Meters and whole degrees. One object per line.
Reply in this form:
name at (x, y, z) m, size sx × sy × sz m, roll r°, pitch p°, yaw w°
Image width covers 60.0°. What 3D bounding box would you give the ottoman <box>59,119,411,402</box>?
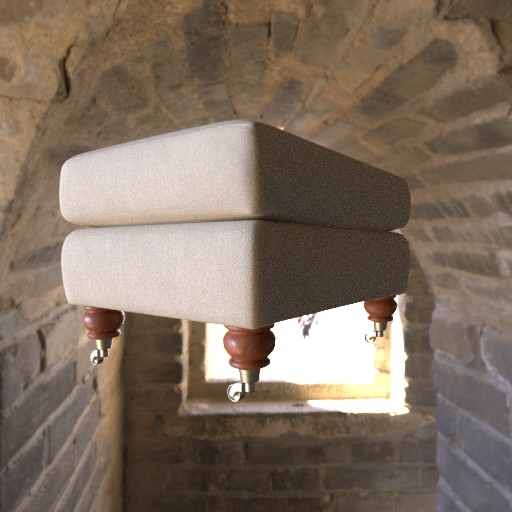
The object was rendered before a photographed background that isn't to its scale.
ottoman at (0.000, 0.000, 1.129) m, size 0.569 × 0.504 × 0.773 m, roll 1°, pitch 1°, yaw 37°
